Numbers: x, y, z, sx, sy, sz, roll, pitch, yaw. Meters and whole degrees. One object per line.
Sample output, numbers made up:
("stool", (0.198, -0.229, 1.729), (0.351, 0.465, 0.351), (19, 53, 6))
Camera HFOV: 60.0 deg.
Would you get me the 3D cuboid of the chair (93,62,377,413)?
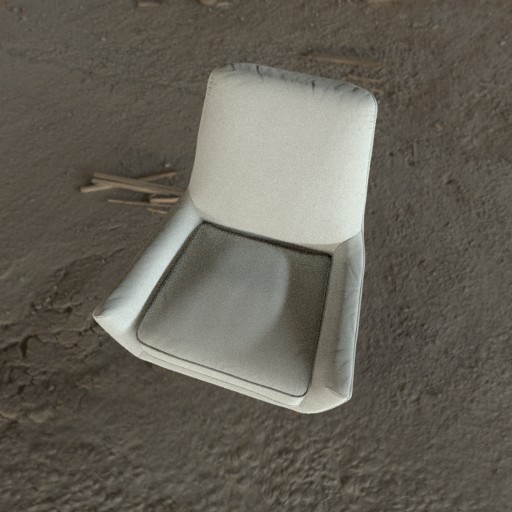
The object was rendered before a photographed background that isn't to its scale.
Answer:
("chair", (0.000, 0.000, 1.486), (0.787, 0.888, 0.822), (15, 58, 10))
